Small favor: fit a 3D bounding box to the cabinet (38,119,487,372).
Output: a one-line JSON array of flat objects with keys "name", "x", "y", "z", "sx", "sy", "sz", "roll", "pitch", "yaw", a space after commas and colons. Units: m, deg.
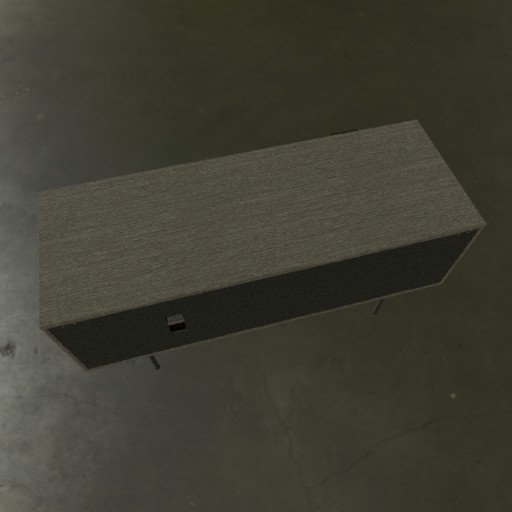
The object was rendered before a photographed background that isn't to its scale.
[{"name": "cabinet", "x": 0.000, "y": 0.000, "z": 1.623, "sx": 1.300, "sy": 0.599, "sz": 0.500, "roll": -13, "pitch": 59, "yaw": -8}]
